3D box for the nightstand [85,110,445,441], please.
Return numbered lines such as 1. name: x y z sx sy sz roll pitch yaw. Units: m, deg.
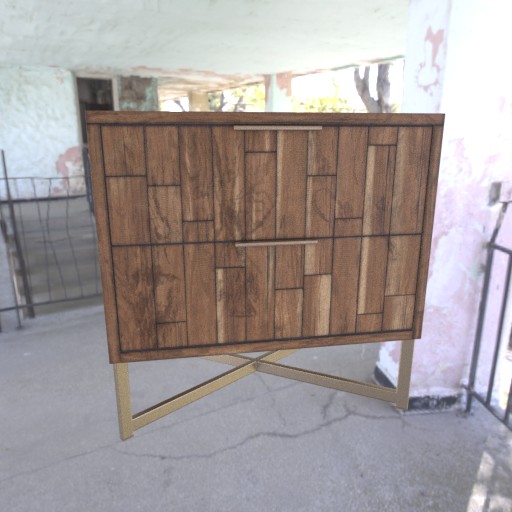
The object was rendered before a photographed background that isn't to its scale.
1. nightstand: 0.000 0.000 1.016 0.610 0.610 0.446 -3 16 -9
